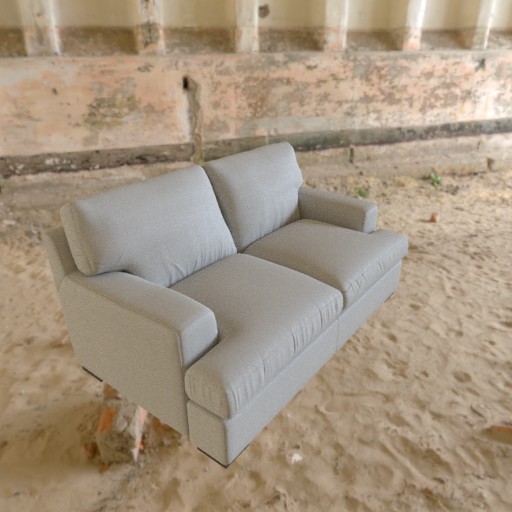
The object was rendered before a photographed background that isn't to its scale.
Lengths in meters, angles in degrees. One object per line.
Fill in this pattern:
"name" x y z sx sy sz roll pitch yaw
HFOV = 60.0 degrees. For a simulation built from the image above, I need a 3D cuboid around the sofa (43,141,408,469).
"sofa" 0.000 0.000 2.511 1.143 0.940 1.880 18 31 33
